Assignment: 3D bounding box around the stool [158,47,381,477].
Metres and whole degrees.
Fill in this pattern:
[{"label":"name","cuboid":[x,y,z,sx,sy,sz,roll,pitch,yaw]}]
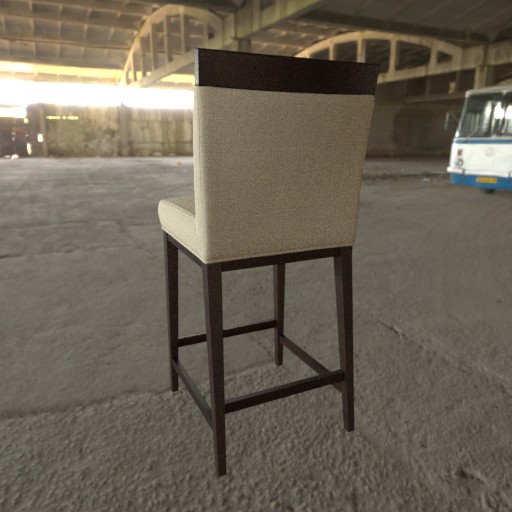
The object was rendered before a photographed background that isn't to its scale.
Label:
[{"label":"stool","cuboid":[0.000,0.000,1.414,0.511,1.117,0.531,-7,17,-25]}]
